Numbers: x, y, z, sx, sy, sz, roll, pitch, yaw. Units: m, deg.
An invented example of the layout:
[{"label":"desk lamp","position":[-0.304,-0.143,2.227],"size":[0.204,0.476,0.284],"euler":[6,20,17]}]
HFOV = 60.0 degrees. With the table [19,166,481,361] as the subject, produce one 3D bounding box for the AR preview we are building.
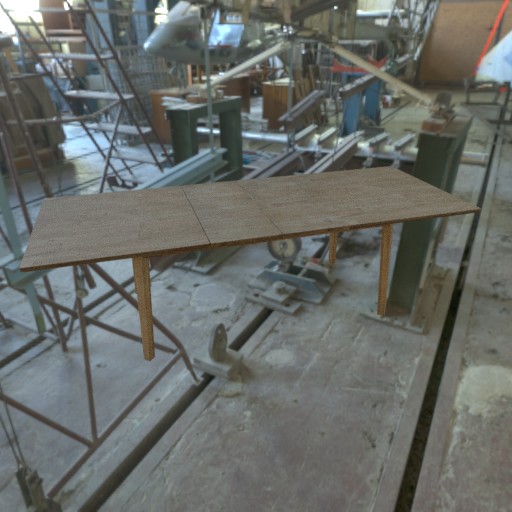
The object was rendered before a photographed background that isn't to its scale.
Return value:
[{"label":"table","position":[0.000,0.000,2.990],"size":[2.603,0.752,1.000],"euler":[-8,28,-15]}]
